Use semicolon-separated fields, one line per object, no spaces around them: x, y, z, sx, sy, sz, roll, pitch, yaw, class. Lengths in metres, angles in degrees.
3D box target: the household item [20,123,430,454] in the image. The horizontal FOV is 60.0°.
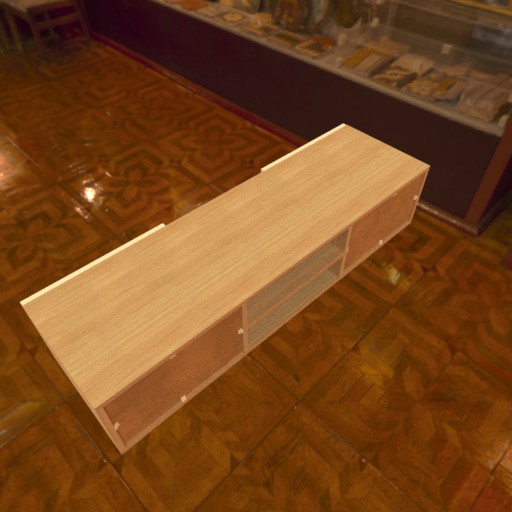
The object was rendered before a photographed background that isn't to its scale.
0.000;0.000;1.562;1.400;0.310;0.420;-34;55;-28;household item
